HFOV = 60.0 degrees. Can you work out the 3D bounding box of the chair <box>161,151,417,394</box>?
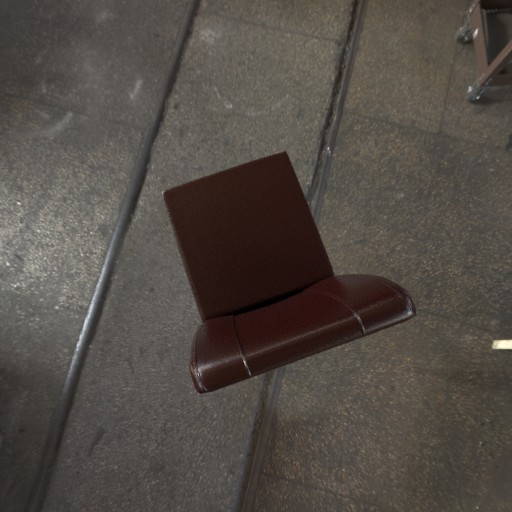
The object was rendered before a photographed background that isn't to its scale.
[{"bbox_3d":[0.000,0.000,1.201,0.399,0.897,0.556,-19,78,-4],"label":"chair"}]
